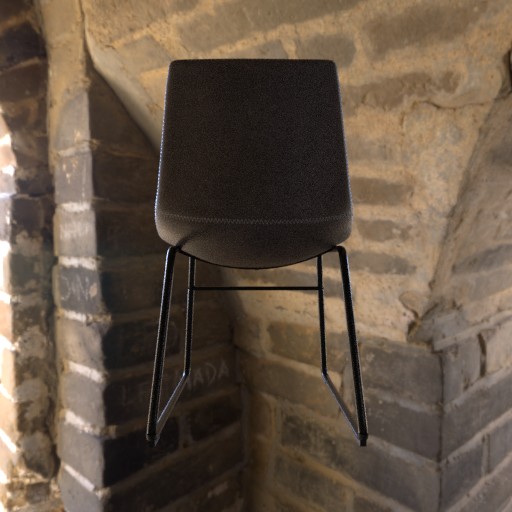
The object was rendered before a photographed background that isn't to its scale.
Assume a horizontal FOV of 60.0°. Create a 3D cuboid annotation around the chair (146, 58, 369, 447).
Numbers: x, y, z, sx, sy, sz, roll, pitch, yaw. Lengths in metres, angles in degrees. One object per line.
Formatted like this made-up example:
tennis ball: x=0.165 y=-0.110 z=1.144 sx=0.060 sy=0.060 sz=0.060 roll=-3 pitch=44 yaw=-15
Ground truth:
chair: x=0.000 y=0.000 z=1.134 sx=0.460 sy=0.780 sz=0.550 roll=0 pitch=0 yaw=0
